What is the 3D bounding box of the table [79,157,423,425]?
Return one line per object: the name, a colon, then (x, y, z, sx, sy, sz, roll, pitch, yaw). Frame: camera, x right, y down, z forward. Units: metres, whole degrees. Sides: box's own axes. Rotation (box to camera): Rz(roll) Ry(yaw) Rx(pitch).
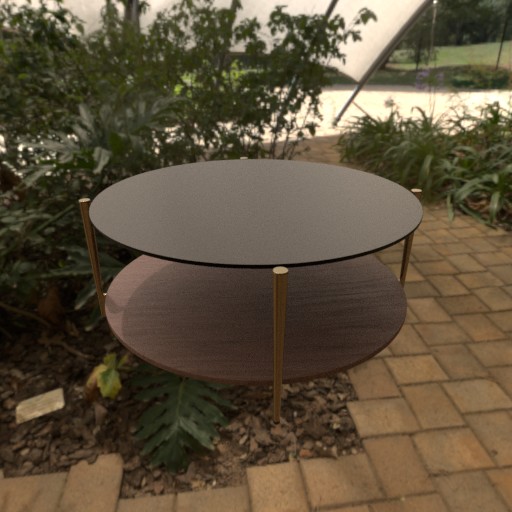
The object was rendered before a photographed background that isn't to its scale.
table: (0.000, 0.000, 1.399, 0.938, 0.400, 0.938, -17, 30, -32)
